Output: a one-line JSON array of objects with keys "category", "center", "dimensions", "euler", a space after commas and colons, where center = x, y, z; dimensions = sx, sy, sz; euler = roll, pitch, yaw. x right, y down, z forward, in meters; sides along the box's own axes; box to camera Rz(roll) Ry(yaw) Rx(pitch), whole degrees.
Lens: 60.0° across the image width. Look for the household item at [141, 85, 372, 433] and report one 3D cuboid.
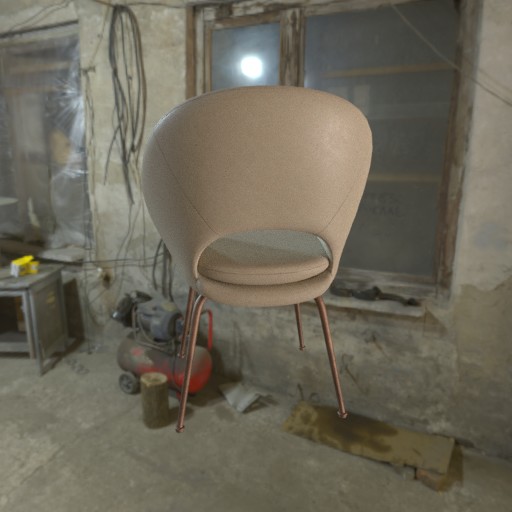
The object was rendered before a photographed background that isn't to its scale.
[{"category": "household item", "center": [0.000, 0.000, 1.281], "dimensions": [0.623, 0.852, 0.573], "euler": [-2, 13, -9]}]
